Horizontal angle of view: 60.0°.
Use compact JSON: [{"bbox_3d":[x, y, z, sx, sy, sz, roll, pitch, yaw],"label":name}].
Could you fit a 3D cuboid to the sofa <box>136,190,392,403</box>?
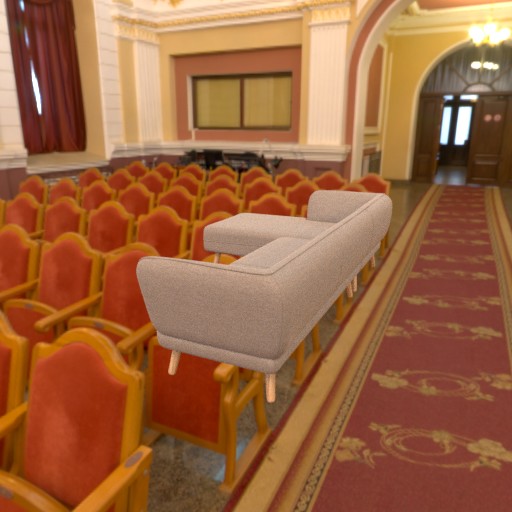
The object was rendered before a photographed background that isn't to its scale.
[{"bbox_3d":[0.000,0.000,3.305,1.532,0.693,2.653,8,18,25],"label":"sofa"}]
